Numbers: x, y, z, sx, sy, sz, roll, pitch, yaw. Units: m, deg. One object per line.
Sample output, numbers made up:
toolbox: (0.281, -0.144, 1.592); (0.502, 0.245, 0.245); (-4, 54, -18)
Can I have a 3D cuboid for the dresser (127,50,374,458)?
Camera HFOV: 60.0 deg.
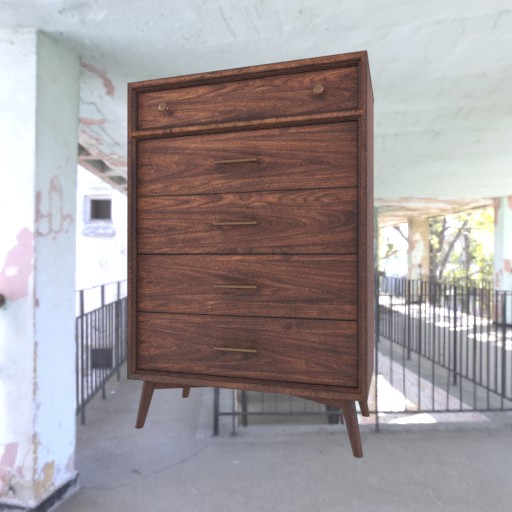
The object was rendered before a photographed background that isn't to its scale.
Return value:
dresser: (0.000, 0.000, 1.826); (0.919, 1.365, 0.498); (0, 0, 17)
